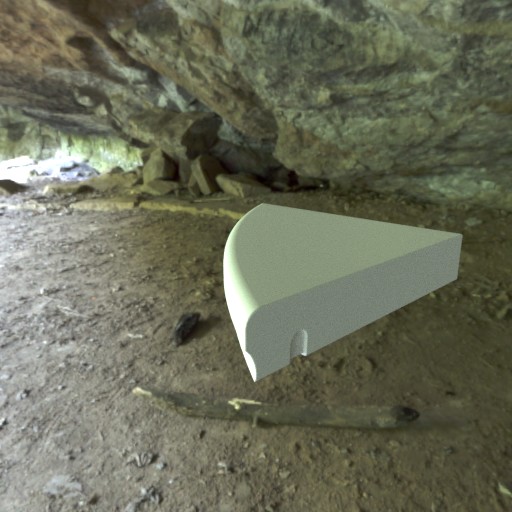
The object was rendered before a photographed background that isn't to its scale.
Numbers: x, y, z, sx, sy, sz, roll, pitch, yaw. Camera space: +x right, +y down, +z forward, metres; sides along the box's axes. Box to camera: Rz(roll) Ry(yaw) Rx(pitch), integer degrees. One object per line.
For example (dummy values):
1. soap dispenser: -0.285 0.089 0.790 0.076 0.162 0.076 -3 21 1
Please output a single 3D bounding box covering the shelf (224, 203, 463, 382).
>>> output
1. shelf: 0.000 0.000 0.478 0.310 0.050 0.310 -14 21 -42
